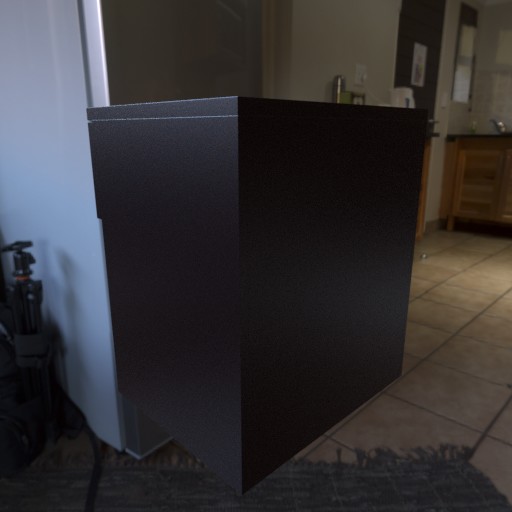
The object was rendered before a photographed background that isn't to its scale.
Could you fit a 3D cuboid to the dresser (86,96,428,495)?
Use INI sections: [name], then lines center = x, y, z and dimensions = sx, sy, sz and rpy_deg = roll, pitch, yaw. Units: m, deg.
[dresser]
center = 0.000, 0.000, 0.745
dimensions = 0.400, 0.470, 0.360
rpy_deg = -15, 22, -42
